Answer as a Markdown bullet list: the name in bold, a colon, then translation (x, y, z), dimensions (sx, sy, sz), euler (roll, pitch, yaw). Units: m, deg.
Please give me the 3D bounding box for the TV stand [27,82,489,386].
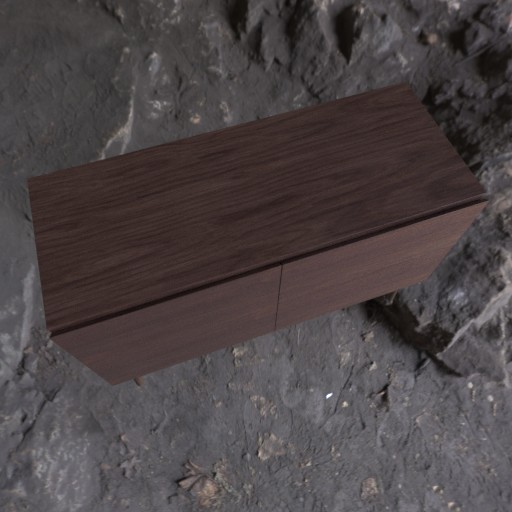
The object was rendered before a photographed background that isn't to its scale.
- **TV stand**: translation (0.000, 0.000, 1.311), dimensions (0.990, 0.660, 0.405), euler (-17, 63, -9)
